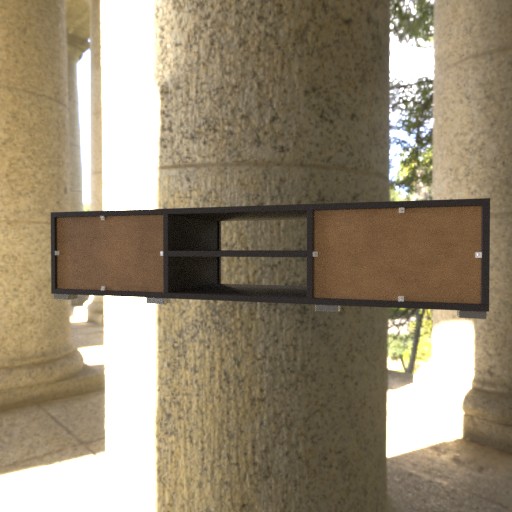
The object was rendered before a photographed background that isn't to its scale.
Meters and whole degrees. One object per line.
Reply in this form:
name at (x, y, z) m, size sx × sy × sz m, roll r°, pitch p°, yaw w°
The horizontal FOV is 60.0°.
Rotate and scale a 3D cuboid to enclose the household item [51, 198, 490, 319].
household item at (0.000, 0.000, 1.553) m, size 1.400 × 0.310 × 0.420 m, roll 0°, pitch 1°, yaw 19°
